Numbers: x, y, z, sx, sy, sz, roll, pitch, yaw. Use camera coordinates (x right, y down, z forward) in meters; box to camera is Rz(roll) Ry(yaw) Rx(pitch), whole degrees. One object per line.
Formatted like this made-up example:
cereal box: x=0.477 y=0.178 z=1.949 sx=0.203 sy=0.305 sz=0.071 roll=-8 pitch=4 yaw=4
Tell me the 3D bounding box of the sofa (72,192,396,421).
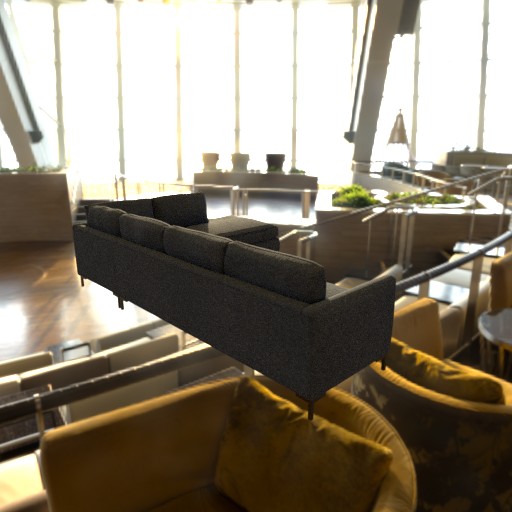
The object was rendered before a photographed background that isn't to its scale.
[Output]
sofa: x=0.000 y=0.000 z=3.842 sx=2.007 sy=0.815 sz=2.949 roll=-14 pitch=21 yaw=-42
